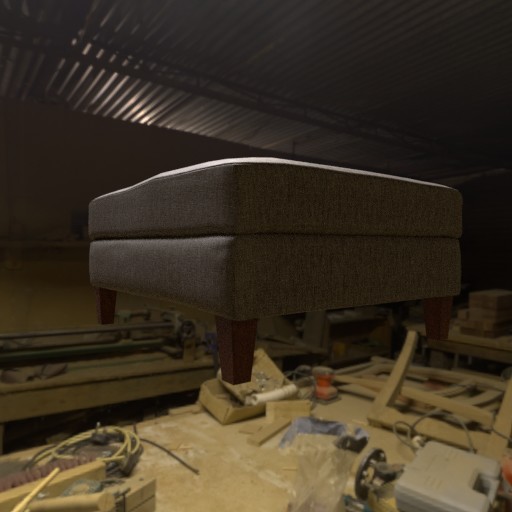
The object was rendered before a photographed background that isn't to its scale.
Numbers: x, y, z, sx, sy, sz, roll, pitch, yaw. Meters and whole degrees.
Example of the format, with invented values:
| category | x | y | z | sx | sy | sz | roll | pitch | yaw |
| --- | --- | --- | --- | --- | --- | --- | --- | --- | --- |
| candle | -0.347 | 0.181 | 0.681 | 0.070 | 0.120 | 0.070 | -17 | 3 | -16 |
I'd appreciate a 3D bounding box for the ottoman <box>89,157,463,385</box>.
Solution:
| category | x | y | z | sx | sy | sz | roll | pitch | yaw |
| --- | --- | --- | --- | --- | --- | --- | --- | --- | --- |
| ottoman | 0.000 | 0.000 | 1.467 | 0.839 | 0.492 | 0.994 | -1 | 1 | -36 |
